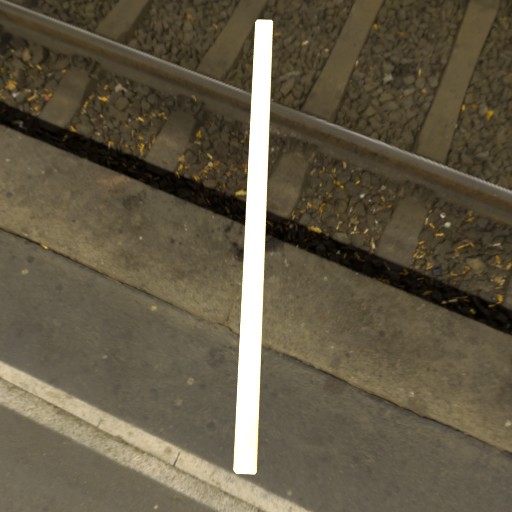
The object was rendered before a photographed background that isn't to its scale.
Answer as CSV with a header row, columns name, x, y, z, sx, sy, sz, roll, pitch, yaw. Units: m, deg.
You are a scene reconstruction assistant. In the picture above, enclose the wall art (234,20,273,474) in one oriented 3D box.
name,x,y,z,sx,sy,sz,roll,pitch,yaw
wall art,0.000,0.000,1.145,0.038,0.602,0.918,2,74,1
